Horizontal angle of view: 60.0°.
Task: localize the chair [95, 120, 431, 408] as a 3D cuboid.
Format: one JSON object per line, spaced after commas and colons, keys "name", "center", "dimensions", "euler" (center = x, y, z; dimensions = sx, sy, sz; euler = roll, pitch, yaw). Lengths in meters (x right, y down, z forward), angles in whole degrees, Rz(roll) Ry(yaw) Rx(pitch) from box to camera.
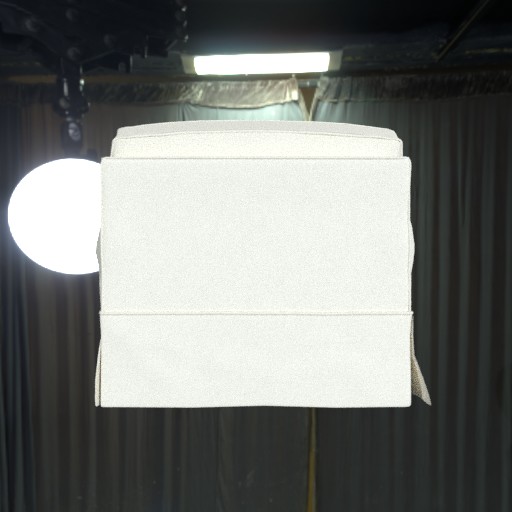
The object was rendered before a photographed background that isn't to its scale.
{"name": "chair", "center": [0.000, 0.000, 1.825], "dimensions": [1.099, 0.958, 0.904], "euler": [0, 1, 0]}
